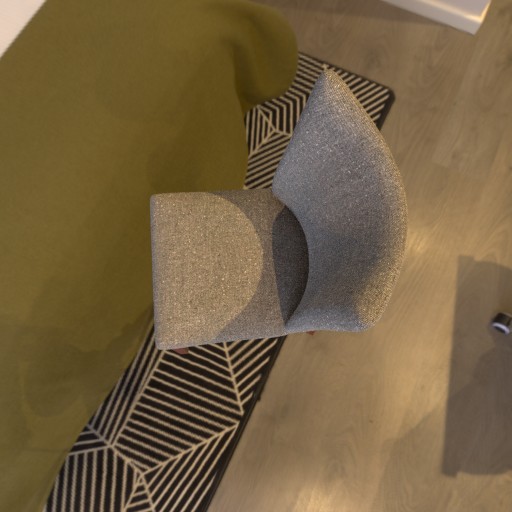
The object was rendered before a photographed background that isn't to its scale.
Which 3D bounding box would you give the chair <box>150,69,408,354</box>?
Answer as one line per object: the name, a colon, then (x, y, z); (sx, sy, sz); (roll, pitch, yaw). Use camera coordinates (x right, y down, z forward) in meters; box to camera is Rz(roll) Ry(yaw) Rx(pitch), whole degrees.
chair: (0.000, 0.000, 1.284); (0.623, 0.924, 0.535); (-5, 76, -1)
